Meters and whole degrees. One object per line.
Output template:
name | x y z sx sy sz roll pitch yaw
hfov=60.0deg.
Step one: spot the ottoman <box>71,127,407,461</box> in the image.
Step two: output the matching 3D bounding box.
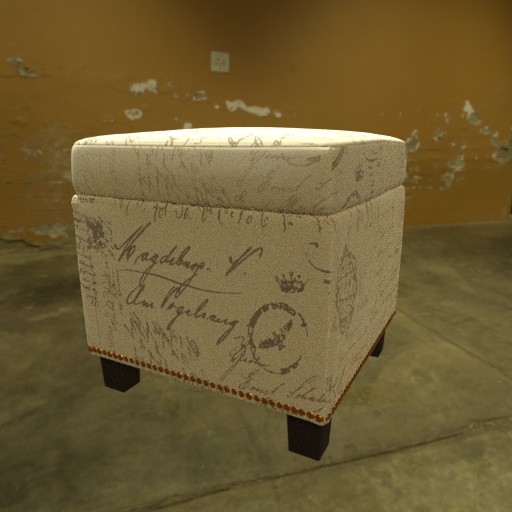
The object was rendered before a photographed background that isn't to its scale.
ottoman | 0.000 0.000 0.824 0.450 0.457 0.449 8 17 27
